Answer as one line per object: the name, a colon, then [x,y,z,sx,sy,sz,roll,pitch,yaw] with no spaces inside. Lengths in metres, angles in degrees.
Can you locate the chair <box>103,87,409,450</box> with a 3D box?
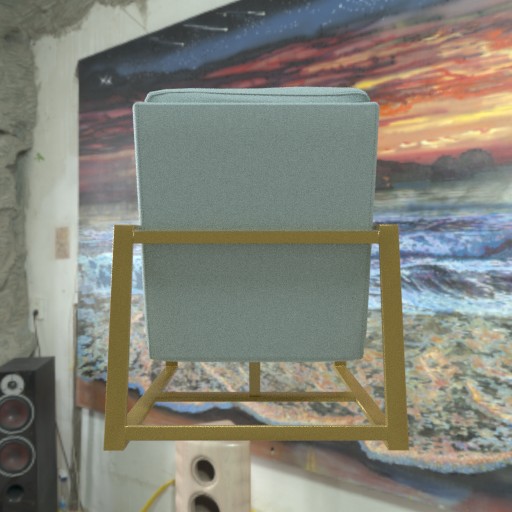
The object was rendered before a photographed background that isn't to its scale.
chair: [0.000,0.000,1.497,0.758,0.956,0.813,0,0,0]
